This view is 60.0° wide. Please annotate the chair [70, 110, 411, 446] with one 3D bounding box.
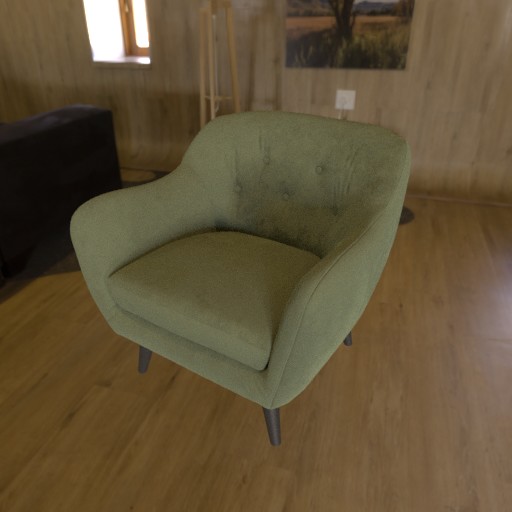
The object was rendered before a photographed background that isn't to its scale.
[{"bbox_3d":[0.000,0.000,1.477,0.840,0.804,0.819,17,32,29],"label":"chair"}]
